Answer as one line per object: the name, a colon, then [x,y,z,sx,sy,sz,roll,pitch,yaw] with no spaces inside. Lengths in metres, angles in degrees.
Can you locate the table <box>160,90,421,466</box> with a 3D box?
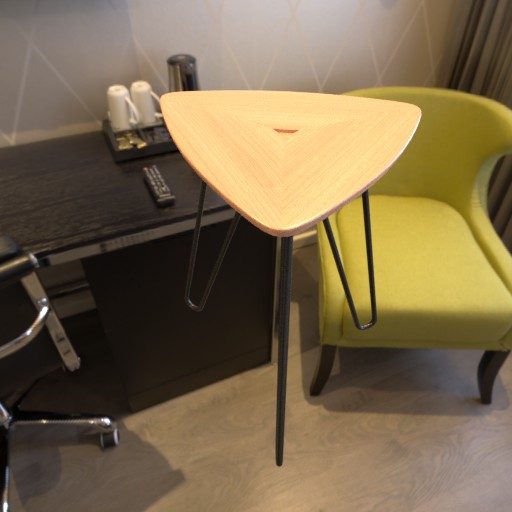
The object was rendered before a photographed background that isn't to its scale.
table: [0.000,0.000,0.889,0.455,0.564,0.442,25,47,26]
